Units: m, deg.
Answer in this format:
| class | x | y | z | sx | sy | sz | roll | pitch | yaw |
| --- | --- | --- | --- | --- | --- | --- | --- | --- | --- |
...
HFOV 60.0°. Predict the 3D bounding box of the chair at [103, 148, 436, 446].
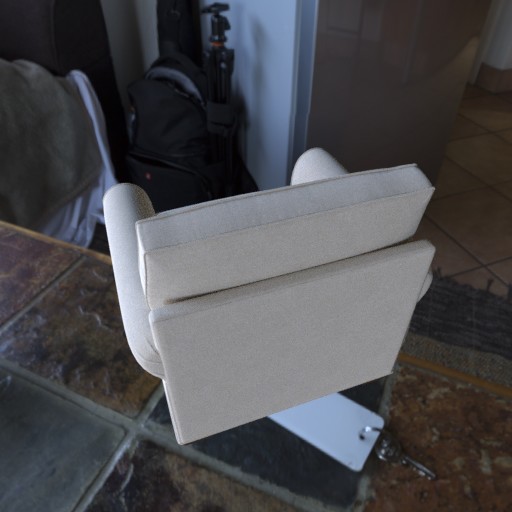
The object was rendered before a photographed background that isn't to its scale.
| class | x | y | z | sx | sy | sz | roll | pitch | yaw |
| --- | --- | --- | --- | --- | --- | --- | --- | --- | --- |
| chair | 0.000 | 0.000 | 1.717 | 1.040 | 0.955 | 0.863 | -14 | 44 | -15 |
